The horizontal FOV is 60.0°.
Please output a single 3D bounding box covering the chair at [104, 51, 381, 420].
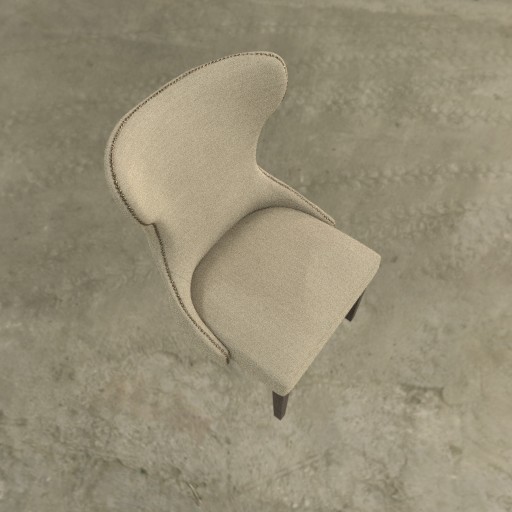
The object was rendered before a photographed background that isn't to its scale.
[{"bbox_3d":[0.000,0.000,1.385,0.635,0.967,0.628,33,63,19],"label":"chair"}]
